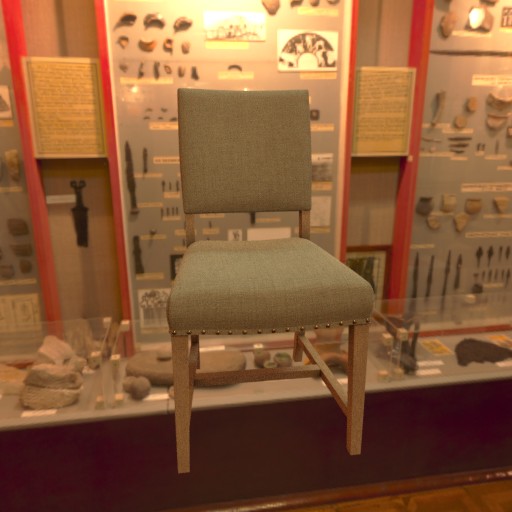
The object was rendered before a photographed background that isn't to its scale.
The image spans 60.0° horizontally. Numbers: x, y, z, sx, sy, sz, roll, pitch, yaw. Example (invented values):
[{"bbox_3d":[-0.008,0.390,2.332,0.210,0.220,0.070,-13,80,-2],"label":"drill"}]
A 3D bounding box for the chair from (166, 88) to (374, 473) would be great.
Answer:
[{"bbox_3d":[0.000,0.000,1.335,0.508,0.986,0.622,-2,16,-8],"label":"chair"}]
